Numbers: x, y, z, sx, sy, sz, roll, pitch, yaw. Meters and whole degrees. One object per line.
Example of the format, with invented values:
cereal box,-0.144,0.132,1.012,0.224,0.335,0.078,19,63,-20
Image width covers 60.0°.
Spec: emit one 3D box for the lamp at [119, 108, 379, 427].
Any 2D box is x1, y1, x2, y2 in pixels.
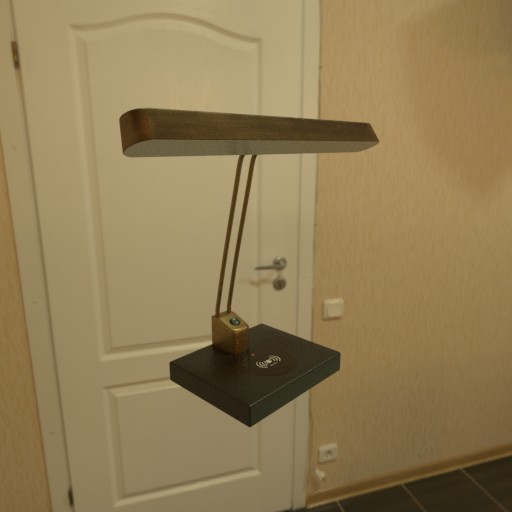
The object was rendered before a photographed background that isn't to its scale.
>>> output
lamp,0.000,0.000,0.581,0.156,0.345,0.412,13,19,42
